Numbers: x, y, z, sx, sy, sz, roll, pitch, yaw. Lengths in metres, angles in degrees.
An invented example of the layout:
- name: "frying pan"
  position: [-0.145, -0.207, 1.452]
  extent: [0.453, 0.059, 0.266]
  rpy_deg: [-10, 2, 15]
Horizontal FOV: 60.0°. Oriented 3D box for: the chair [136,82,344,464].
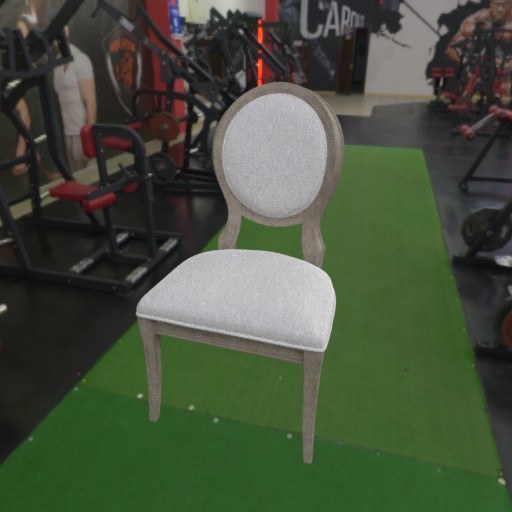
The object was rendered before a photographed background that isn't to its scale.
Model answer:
- name: "chair"
  position: [0.000, 0.000, 1.405]
  extent: [0.558, 0.990, 0.602]
  rpy_deg: [8, 27, 16]
